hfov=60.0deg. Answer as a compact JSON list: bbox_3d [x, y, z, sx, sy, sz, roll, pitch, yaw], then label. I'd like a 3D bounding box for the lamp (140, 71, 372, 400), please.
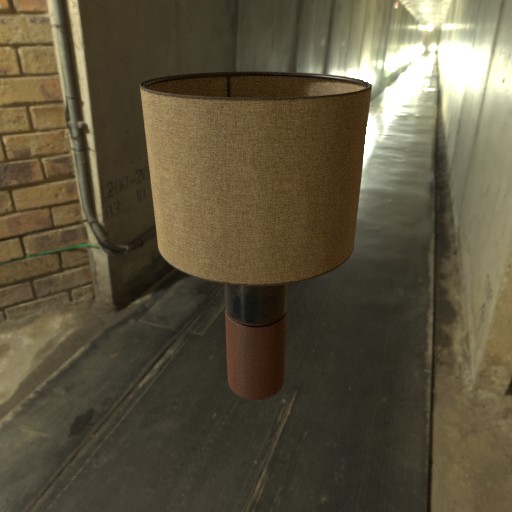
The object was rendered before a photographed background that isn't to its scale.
[{"bbox_3d":[0.000,0.000,0.475,0.202,0.350,0.202,0,27,0],"label":"lamp"}]
